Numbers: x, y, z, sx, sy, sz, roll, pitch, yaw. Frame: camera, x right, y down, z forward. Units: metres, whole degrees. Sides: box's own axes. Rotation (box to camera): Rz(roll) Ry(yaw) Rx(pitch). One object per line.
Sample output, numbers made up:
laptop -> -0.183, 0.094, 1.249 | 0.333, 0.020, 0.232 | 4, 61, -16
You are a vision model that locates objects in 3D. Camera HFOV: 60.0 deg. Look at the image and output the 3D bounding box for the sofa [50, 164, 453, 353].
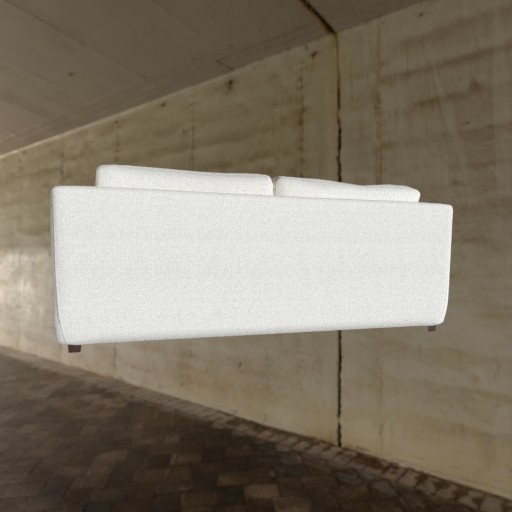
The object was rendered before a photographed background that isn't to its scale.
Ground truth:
sofa -> 0.000, 0.000, 3.038 | 2.470, 1.022, 1.009 | 0, -1, -18
